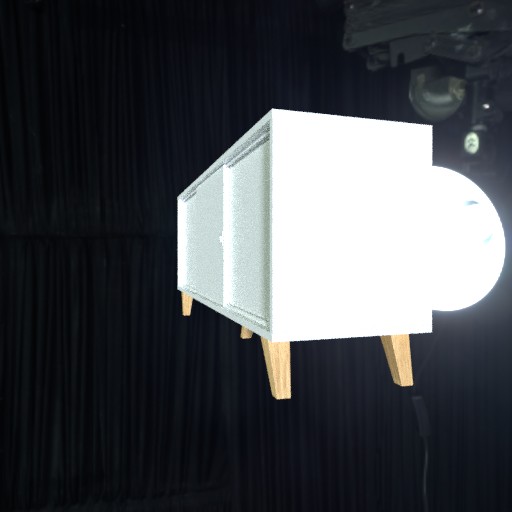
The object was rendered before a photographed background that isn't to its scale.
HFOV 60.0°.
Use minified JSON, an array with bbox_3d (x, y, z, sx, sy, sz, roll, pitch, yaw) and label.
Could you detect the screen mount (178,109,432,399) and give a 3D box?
[{"bbox_3d":[0.000,0.000,1.695,0.400,0.619,1.490,0,0,-18],"label":"screen mount"}]
